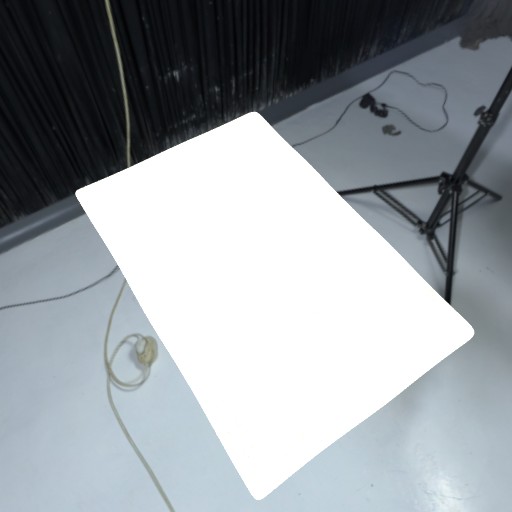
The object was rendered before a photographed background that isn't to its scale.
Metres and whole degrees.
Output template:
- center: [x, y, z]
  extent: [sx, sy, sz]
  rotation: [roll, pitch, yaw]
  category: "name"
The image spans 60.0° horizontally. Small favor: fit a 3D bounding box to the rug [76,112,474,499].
- center: [0.000, 0.000, 3.327]
  extent: [1.798, 0.025, 2.698]
  rotation: [-30, 62, -17]
  category: "rug"
